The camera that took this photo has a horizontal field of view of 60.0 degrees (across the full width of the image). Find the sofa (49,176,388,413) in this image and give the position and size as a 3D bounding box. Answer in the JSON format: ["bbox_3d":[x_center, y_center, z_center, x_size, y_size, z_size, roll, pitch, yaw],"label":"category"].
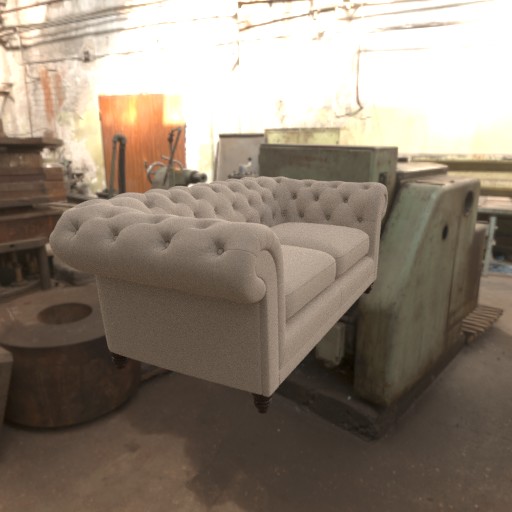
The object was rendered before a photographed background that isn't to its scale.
[{"bbox_3d":[0.000,0.000,2.432,0.986,0.764,1.998,7,16,27],"label":"sofa"}]
